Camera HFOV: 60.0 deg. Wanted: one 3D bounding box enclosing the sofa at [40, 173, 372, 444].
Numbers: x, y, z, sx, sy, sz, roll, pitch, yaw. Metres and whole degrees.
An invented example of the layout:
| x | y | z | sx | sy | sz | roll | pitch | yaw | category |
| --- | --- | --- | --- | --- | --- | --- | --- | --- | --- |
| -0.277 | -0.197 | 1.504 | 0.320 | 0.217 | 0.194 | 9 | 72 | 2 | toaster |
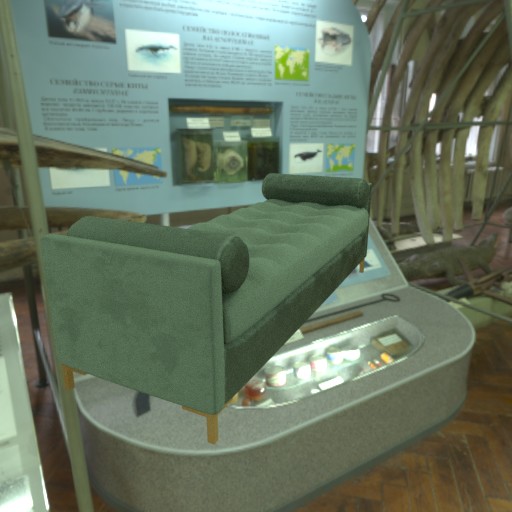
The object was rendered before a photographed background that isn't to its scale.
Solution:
| x | y | z | sx | sy | sz | roll | pitch | yaw | category |
| --- | --- | --- | --- | --- | --- | --- | --- | --- | --- |
| 0.000 | 0.000 | 2.458 | 0.796 | 0.705 | 2.102 | 9 | 19 | 26 | sofa |
